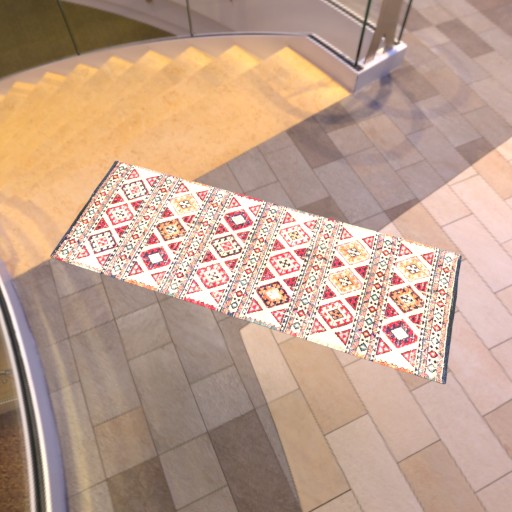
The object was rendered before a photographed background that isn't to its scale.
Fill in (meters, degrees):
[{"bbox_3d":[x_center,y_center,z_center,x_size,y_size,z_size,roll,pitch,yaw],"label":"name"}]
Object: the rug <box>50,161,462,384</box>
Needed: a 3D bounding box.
[{"bbox_3d":[0.000,0.000,2.687,2.362,0.008,0.832,16,60,10],"label":"rug"}]
